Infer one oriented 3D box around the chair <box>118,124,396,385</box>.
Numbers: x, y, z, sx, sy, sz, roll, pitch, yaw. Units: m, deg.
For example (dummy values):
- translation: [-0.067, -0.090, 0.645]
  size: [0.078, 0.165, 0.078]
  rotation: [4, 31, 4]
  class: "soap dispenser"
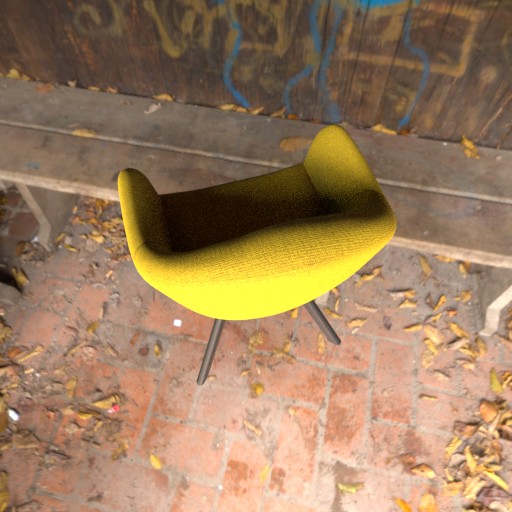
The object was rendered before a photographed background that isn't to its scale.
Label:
- translation: [0.000, 0.000, 1.193]
  size: [0.590, 0.795, 0.550]
  rotation: [-14, 60, -8]
  class: "chair"
